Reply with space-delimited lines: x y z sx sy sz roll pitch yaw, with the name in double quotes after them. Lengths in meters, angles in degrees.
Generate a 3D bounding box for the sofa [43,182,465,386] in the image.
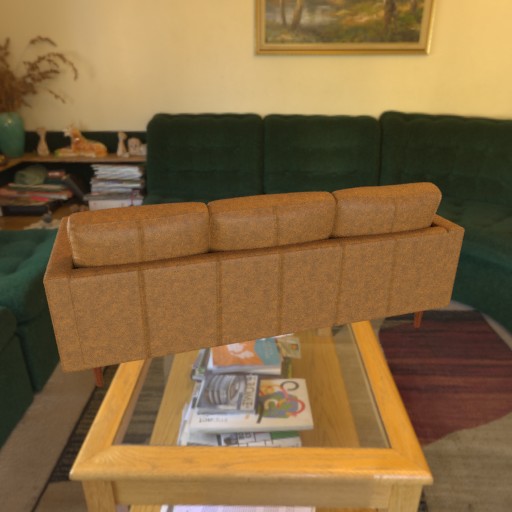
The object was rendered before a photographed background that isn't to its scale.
0.000 0.000 2.724 2.231 0.930 0.903 -7 25 -15 "sofa"
